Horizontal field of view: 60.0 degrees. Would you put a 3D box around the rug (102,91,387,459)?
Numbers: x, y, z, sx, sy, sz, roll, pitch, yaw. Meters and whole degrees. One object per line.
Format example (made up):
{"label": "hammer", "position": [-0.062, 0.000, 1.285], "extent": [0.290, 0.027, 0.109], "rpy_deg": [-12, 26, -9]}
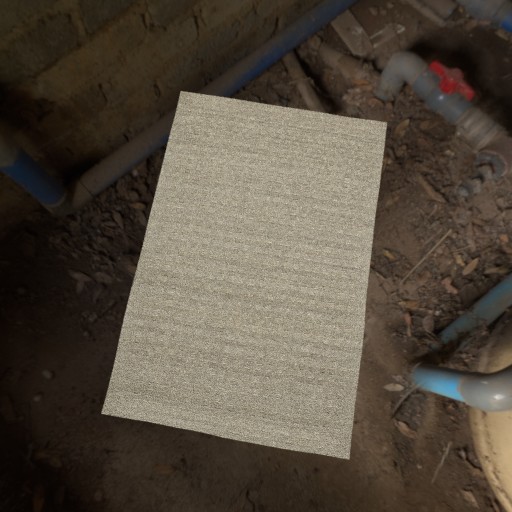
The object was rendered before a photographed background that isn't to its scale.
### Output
{"label": "rug", "position": [0.000, 0.000, 2.962], "extent": [1.532, 0.018, 2.297], "rpy_deg": [9, 75, 2]}
